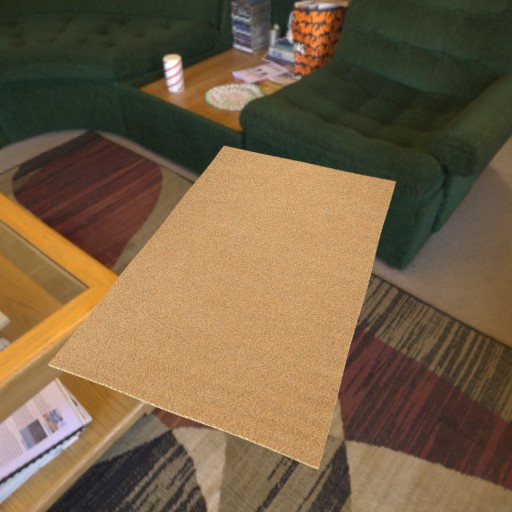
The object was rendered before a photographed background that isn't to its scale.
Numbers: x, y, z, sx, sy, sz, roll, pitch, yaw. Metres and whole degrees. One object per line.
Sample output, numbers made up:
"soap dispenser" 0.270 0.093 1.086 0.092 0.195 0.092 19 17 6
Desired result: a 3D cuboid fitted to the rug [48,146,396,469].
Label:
"rug" 0.000 0.000 2.972 1.500 0.025 2.346 15 47 15
